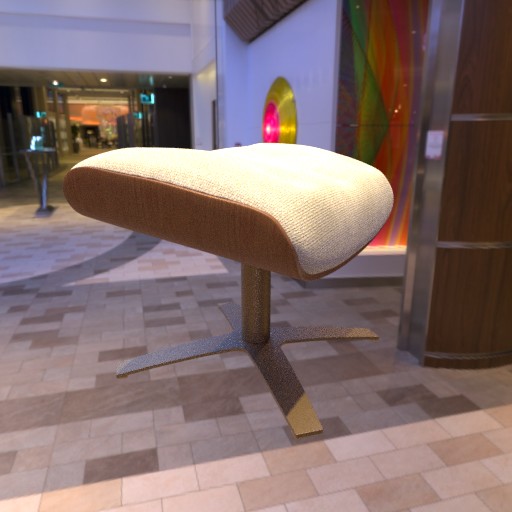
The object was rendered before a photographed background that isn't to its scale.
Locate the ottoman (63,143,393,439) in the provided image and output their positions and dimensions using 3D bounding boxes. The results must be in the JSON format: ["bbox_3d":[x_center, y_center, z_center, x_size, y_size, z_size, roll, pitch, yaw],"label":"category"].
[{"bbox_3d":[0.000,0.000,0.807,0.394,0.391,0.520,8,17,27],"label":"ottoman"}]
